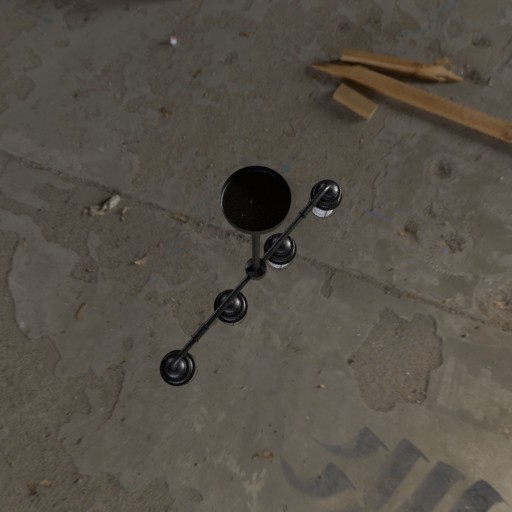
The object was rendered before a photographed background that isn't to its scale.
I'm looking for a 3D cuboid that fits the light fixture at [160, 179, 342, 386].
[{"bbox_3d":[0.000,0.000,1.192,0.131,0.785,0.852,39,78,10],"label":"light fixture"}]
